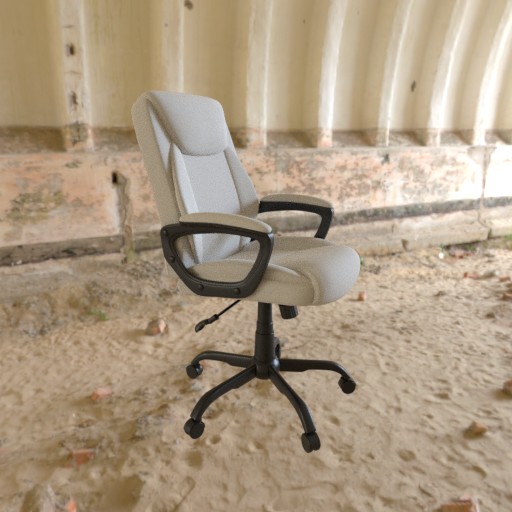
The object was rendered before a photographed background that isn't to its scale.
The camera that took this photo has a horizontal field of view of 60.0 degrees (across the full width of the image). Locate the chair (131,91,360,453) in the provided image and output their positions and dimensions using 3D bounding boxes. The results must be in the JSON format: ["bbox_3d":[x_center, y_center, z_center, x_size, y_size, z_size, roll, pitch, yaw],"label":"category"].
[{"bbox_3d":[0.000,0.000,1.506,0.669,1.065,0.663,8,16,27],"label":"chair"}]
